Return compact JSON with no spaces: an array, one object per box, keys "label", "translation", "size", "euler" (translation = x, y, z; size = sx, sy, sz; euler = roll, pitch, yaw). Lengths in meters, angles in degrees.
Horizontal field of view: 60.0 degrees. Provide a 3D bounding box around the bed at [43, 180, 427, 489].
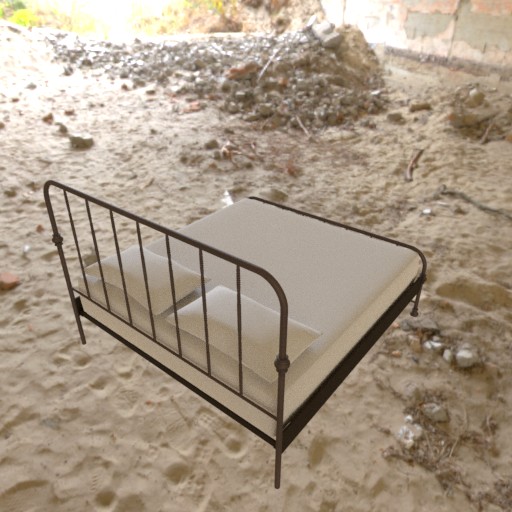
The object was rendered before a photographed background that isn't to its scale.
[{"label":"bed","translation":[0.000,0.000,3.436],"size":[2.044,1.446,2.134],"euler":[22,37,33]}]
